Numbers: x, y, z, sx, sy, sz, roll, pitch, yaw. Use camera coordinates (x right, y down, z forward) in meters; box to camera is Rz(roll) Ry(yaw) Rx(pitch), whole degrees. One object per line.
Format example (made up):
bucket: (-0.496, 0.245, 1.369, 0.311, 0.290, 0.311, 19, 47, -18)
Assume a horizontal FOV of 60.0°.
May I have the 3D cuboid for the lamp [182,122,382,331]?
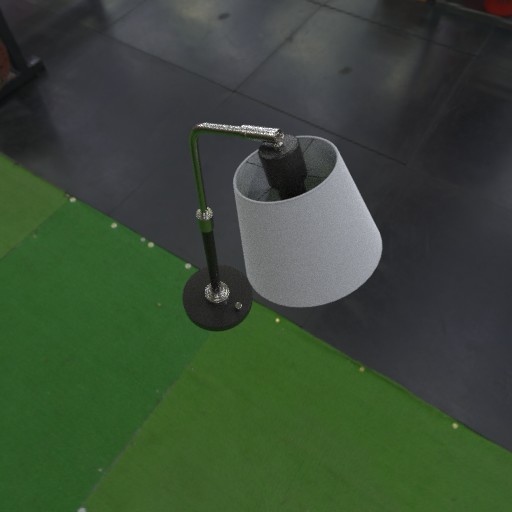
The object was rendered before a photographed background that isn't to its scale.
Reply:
lamp: (0.000, 0.000, 0.693, 0.348, 0.539, 0.181, 31, 63, 18)
